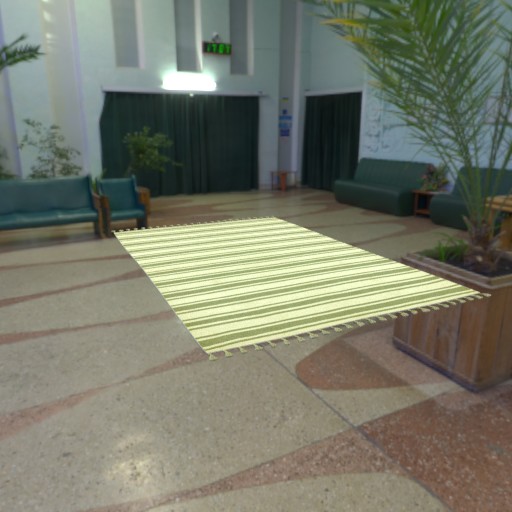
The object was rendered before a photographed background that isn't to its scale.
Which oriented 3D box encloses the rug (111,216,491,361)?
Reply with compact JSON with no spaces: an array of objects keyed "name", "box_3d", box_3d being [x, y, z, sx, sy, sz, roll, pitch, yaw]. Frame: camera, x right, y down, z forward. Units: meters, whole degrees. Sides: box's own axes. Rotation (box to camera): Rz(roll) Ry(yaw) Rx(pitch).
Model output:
[{"name":"rug","box_3d":[0.000,0.000,3.005,1.540,0.018,2.435,-8,18,-25]}]
